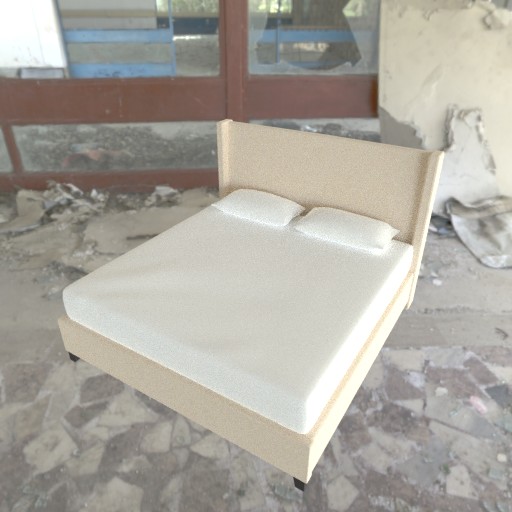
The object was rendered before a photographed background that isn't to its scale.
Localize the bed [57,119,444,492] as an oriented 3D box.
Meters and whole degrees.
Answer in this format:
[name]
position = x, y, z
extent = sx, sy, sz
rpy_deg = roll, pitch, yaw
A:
[bed]
position = 0.000, 0.000, 3.559
extent = 2.145, 1.471, 2.293
rpy_deg = 17, 34, 27
